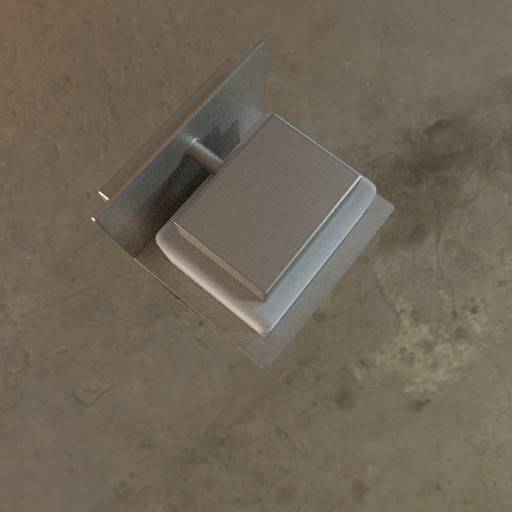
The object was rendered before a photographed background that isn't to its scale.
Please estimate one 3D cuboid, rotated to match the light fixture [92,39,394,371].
[{"bbox_3d":[0.000,0.000,0.460,0.160,0.380,0.168,38,78,9],"label":"light fixture"}]
